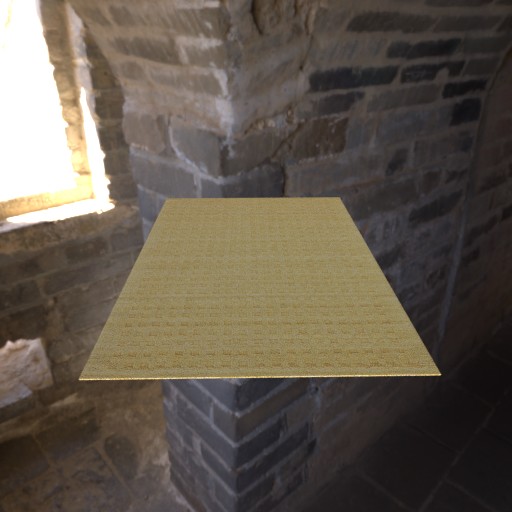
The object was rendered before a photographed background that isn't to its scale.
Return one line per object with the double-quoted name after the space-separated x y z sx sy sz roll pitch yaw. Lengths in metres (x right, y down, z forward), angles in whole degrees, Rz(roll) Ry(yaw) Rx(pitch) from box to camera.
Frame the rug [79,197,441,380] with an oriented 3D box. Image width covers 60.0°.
0.000 0.000 2.887 1.524 0.006 2.286 0 26 -1 "rug"
